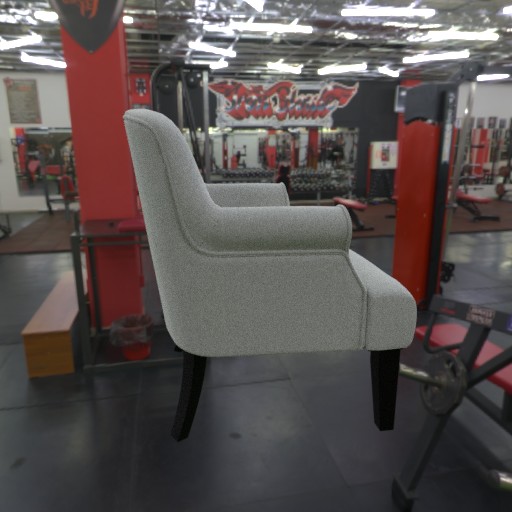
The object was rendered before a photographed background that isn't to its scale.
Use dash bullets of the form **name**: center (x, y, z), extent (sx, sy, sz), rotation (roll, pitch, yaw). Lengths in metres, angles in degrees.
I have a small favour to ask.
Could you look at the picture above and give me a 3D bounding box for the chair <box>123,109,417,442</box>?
- **chair**: center (0.000, 0.000, 1.421), extent (0.750, 0.875, 0.781), rotation (-2, 14, -9)
